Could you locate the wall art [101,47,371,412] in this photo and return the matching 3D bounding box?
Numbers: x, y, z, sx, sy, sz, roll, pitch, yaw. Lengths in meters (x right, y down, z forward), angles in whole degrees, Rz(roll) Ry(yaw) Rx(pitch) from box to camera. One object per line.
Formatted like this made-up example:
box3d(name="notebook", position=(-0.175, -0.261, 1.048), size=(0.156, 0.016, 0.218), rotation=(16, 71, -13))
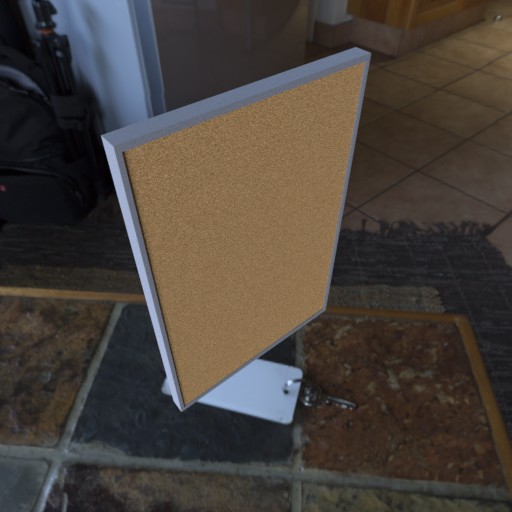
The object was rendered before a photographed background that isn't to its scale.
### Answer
box3d(name="wall art", position=(0.000, 0.000, 0.969), size=(0.511, 0.753, 0.039), rotation=(-30, 52, -27))
